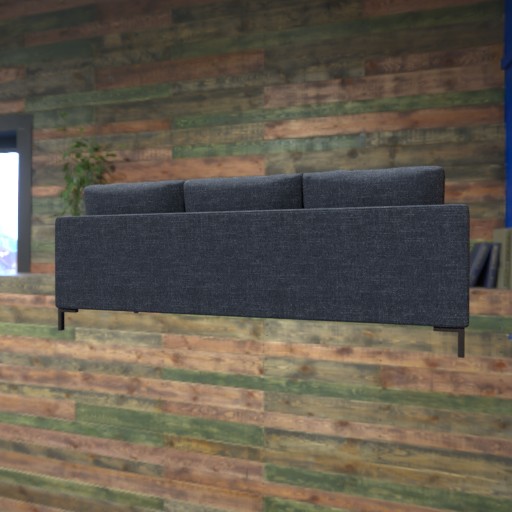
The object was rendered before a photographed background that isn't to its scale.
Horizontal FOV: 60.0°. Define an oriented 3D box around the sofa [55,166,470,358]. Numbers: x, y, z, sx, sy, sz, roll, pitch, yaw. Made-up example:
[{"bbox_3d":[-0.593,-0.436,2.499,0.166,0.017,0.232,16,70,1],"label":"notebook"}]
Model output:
[{"bbox_3d":[0.000,0.000,2.650,2.218,0.874,0.859,0,1,18],"label":"sofa"}]
